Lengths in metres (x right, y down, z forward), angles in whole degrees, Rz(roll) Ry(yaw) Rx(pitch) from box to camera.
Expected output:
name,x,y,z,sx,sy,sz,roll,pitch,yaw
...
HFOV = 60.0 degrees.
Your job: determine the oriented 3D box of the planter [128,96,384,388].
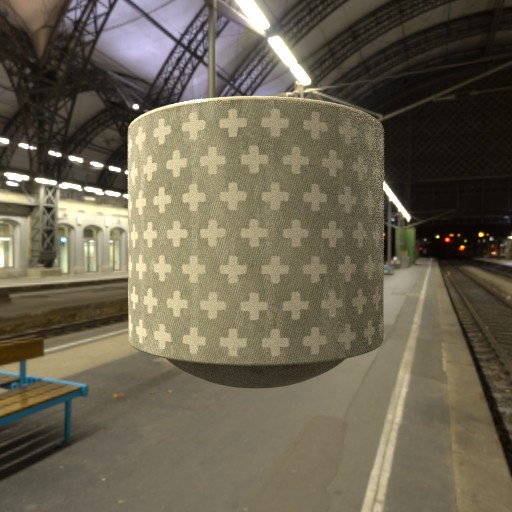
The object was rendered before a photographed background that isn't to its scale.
name,x,y,z,sx,sy,sz,roll,pitch,yaw
planter,0.000,0.000,0.452,0.250,0.239,0.250,0,1,0
